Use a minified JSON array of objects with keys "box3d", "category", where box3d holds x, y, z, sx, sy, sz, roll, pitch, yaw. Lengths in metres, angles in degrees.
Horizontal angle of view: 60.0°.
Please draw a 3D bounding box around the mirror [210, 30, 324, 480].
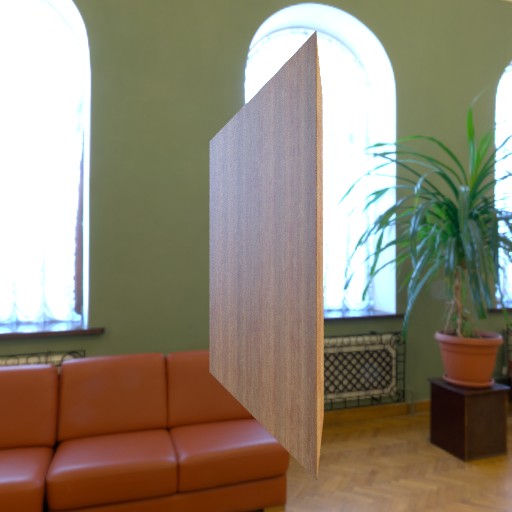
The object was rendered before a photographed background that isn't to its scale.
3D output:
[{"box3d":[0.000,0.000,0.954,0.047,0.651,0.651,0,0,-20],"category":"mirror"}]
